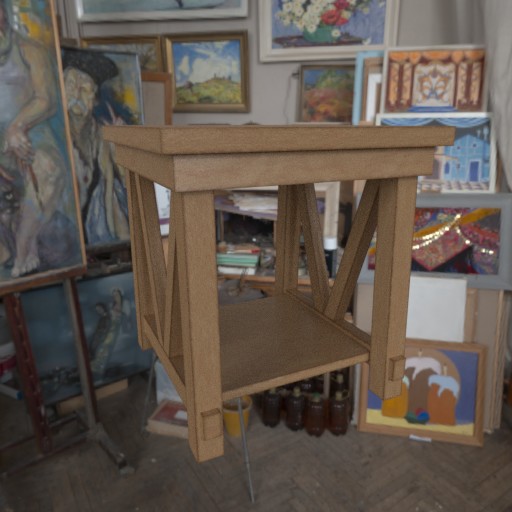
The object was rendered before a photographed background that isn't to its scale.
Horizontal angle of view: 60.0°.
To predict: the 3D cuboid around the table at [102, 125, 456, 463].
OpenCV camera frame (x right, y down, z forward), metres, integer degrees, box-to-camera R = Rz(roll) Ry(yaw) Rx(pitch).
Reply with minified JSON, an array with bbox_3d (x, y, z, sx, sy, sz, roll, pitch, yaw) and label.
[{"bbox_3d":[0.000,0.000,1.131,0.610,0.638,0.612,-8,19,-25],"label":"table"}]
